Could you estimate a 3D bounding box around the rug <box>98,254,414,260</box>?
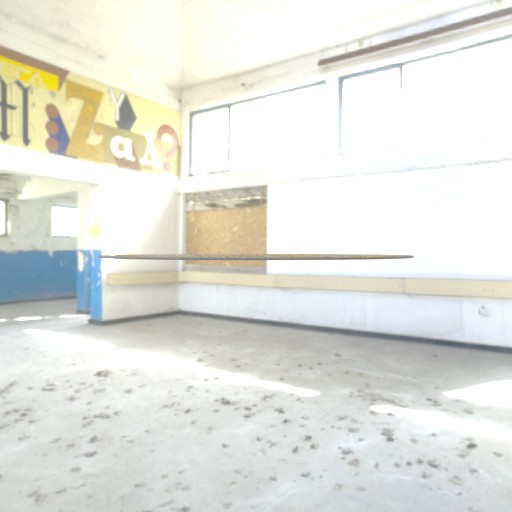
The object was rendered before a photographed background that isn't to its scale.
[{"bbox_3d":[0.000,0.000,3.544,2.382,0.014,2.382,0,1,0],"label":"rug"}]
